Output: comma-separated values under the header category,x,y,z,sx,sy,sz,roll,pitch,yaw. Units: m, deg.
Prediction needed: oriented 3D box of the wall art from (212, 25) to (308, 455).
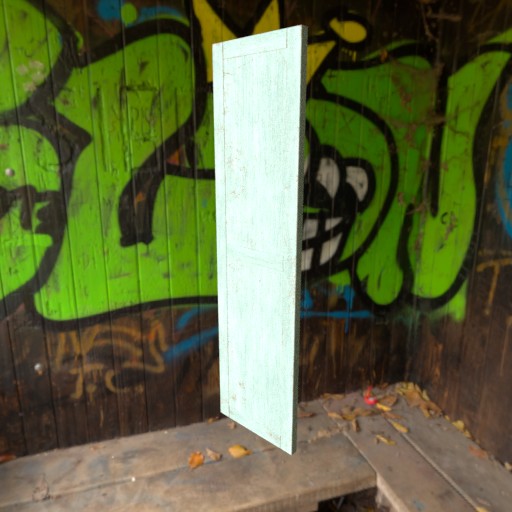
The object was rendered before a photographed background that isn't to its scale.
category,x,y,z,sx,sy,sz,roll,pitch,yaw
wall art,0.000,0.000,1.343,0.329,1.219,0.025,14,20,42
